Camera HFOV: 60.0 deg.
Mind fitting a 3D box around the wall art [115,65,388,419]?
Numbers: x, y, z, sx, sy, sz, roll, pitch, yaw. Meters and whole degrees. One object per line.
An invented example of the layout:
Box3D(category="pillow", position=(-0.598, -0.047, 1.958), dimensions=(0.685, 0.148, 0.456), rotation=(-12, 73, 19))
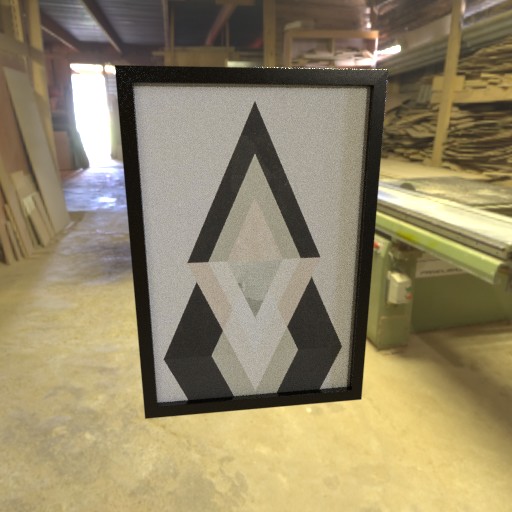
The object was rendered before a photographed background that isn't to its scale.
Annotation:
Box3D(category="wall art", position=(0.000, 0.000, 0.580), dimensions=(0.314, 0.455, 0.019), rotation=(-2, 17, -8))
